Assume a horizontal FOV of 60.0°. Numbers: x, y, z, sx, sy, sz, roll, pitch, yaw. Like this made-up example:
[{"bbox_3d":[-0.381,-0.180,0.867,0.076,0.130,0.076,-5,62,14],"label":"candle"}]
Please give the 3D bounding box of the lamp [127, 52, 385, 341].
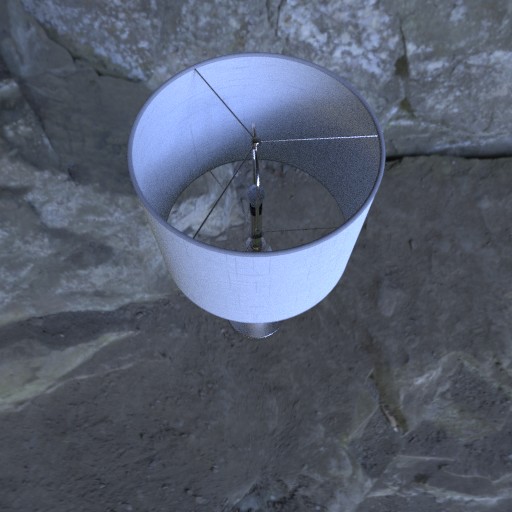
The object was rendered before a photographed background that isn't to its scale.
[{"bbox_3d":[0.000,0.000,0.730,0.280,0.559,0.282,-3,63,-2],"label":"lamp"}]
